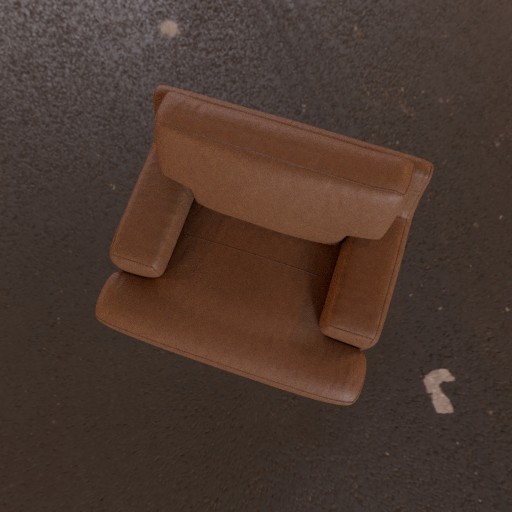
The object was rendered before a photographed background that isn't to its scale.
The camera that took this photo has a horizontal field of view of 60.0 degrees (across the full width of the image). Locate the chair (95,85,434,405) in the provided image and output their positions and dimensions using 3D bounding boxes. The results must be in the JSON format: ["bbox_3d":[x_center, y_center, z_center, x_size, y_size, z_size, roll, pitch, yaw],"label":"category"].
[{"bbox_3d":[0.000,0.000,2.037,1.276,0.978,1.050,18,75,5],"label":"chair"}]
